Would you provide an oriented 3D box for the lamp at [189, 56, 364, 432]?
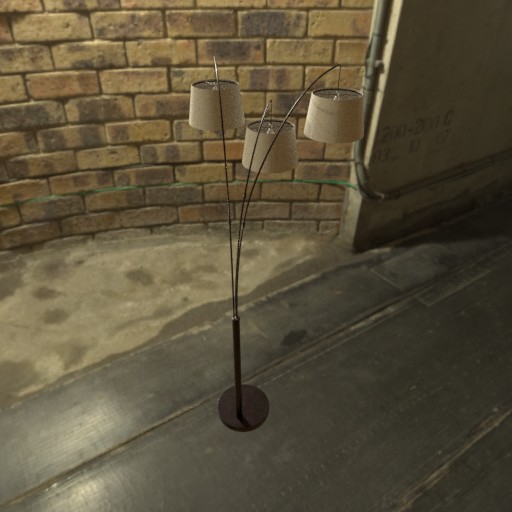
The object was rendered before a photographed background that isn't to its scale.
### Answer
[{"bbox_3d":[0.000,0.000,2.492,0.951,1.950,0.924,10,35,15],"label":"lamp"}]
